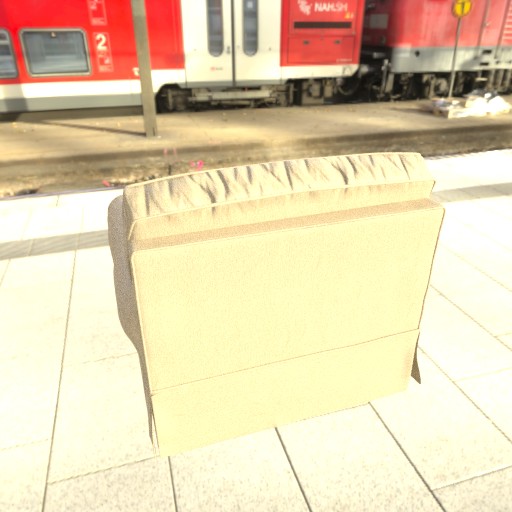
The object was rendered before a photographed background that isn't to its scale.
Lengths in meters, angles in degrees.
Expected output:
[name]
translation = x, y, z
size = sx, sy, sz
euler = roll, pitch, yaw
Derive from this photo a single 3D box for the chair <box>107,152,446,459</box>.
[chair]
translation = 0.000, 0.000, 1.772
size = 1.096, 0.937, 0.903
euler = -9, 29, -17
